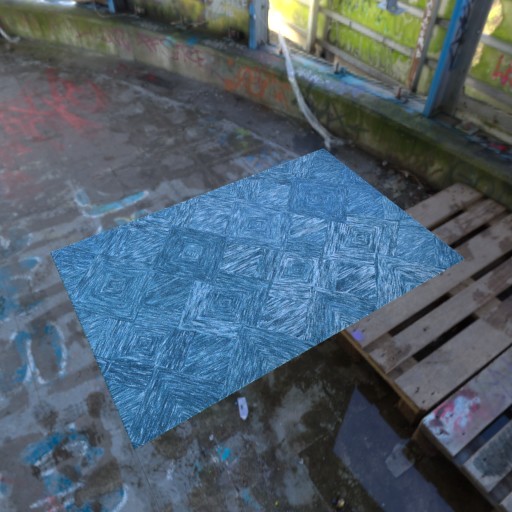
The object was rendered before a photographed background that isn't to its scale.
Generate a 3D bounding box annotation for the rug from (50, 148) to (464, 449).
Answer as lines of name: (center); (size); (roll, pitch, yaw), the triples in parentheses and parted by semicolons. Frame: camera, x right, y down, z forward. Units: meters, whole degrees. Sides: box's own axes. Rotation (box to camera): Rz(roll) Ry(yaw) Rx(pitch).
rug: (0.000, 0.000, 2.910); (2.277, 0.015, 1.490); (-25, 52, -21)
